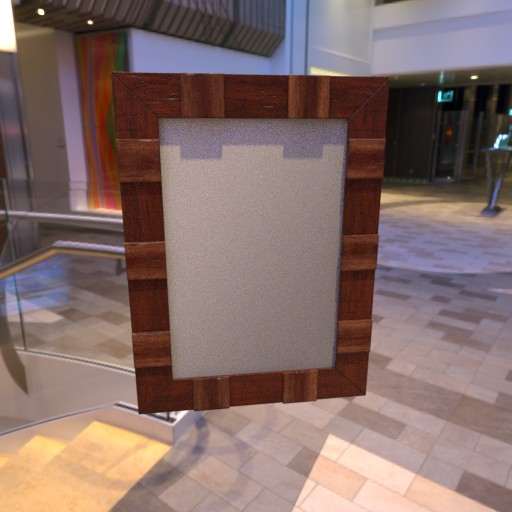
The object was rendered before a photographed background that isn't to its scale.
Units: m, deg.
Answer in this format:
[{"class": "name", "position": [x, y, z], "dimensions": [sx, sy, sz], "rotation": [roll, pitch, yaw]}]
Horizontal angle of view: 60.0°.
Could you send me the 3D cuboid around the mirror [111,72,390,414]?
[{"class": "mirror", "position": [0.000, 0.000, 1.056], "dimensions": [0.600, 0.805, 0.021], "rotation": [-2, 16, -8]}]
